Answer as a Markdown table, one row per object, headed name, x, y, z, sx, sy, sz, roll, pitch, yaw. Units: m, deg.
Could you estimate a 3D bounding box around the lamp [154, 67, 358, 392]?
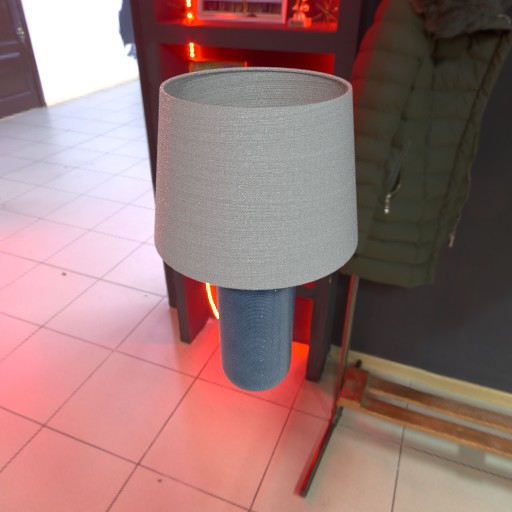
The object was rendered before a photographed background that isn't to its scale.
| name | x | y | z | sx | sy | sz | roll | pitch | yaw |
| --- | --- | --- | --- | --- | --- | --- | --- | --- | --- |
| lamp | 0.000 | 0.000 | 0.580 | 0.253 | 0.428 | 0.253 | 0 | 32 | 0 |
